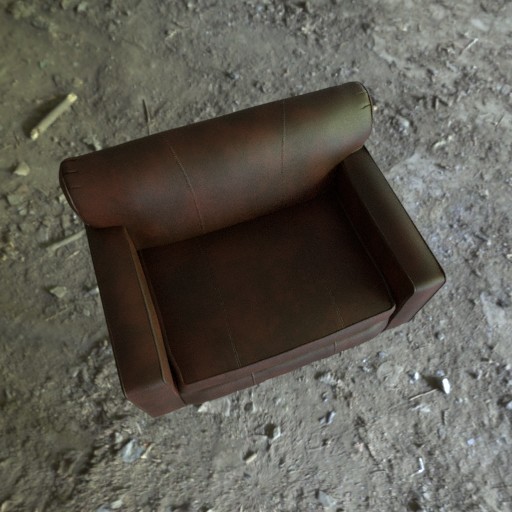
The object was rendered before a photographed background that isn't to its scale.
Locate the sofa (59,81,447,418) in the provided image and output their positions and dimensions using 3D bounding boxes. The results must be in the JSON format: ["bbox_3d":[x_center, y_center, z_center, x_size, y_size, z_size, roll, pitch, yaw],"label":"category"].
[{"bbox_3d":[0.000,0.000,2.067,1.413,0.956,1.000,-18,64,-9],"label":"sofa"}]
